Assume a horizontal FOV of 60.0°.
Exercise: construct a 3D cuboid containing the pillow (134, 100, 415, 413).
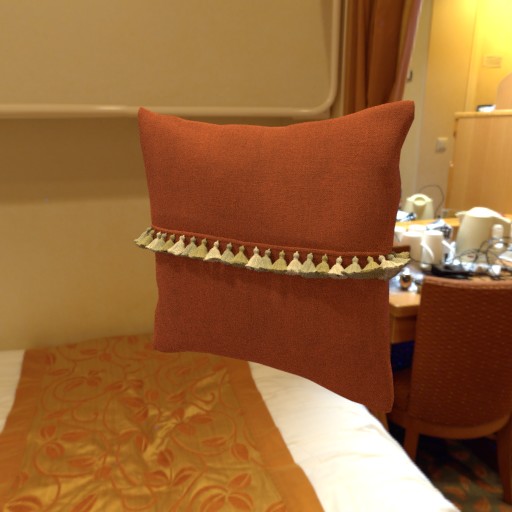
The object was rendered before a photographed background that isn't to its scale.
[{"bbox_3d":[0.000,0.000,0.739,0.490,0.482,0.165,8,18,25],"label":"pillow"}]
